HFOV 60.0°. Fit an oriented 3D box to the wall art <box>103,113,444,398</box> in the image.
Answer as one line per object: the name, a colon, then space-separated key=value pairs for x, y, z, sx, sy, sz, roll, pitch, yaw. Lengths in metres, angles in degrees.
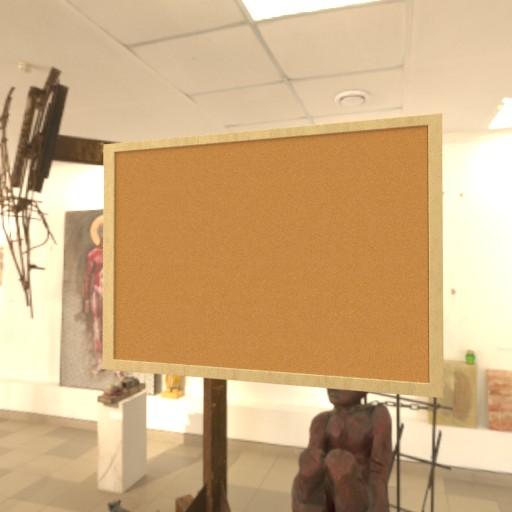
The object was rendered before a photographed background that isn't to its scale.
wall art: x=0.000 y=0.000 z=0.685 sx=0.532 sy=0.380 sz=0.032 roll=0 pitch=-1 yaw=17
